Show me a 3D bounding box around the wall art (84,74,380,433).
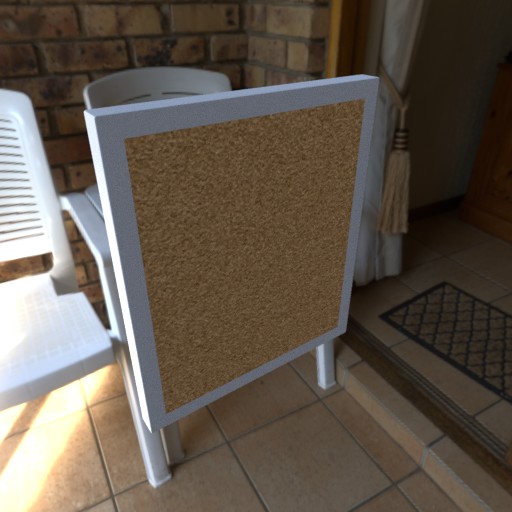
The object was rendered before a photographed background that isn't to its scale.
[{"bbox_3d":[0.000,0.000,0.537,0.331,0.381,0.028,-20,36,-30],"label":"wall art"}]
